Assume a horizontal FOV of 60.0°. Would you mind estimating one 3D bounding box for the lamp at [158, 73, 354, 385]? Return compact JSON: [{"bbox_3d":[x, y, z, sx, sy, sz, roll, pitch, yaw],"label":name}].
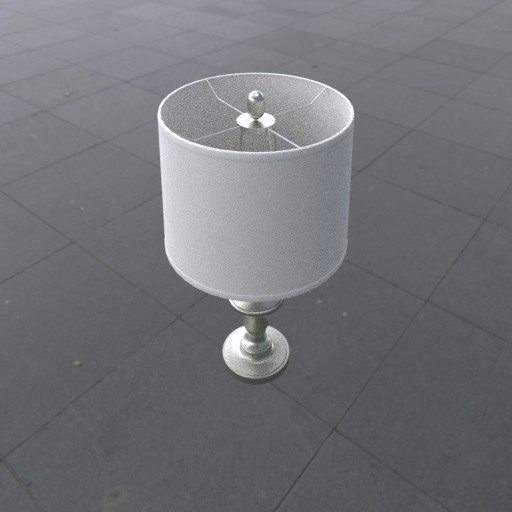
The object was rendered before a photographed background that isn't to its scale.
[{"bbox_3d":[0.000,0.000,0.982,0.383,0.733,0.383,0,41,0],"label":"lamp"}]
